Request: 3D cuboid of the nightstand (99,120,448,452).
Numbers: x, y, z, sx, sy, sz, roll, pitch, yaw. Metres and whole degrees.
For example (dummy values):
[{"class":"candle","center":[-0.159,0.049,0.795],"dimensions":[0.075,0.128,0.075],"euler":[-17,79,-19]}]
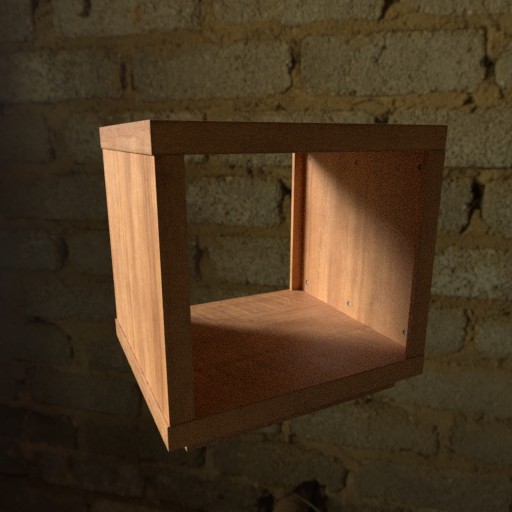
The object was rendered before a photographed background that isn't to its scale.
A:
[{"class":"nightstand","center":[0.000,0.000,0.873],"dimensions":[0.493,0.491,0.436],"euler":[-7,16,-25]}]
